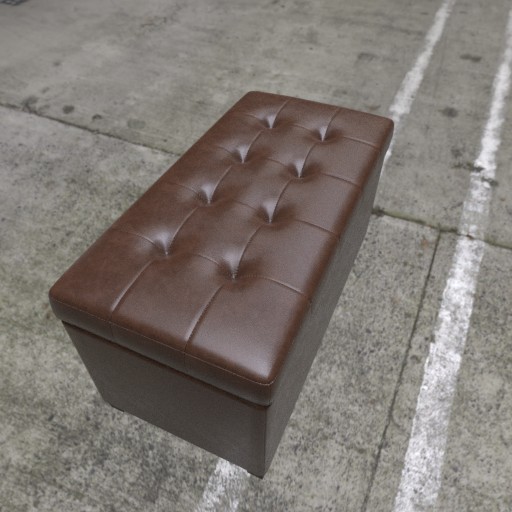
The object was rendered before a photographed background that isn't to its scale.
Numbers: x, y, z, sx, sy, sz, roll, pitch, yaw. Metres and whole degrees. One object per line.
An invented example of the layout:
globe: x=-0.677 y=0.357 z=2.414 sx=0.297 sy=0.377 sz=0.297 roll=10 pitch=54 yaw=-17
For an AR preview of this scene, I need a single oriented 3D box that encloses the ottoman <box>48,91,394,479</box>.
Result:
ottoman: x=0.000 y=0.000 z=1.104 sx=0.432 sy=0.470 sz=0.838 roll=18 pitch=49 yaw=17
